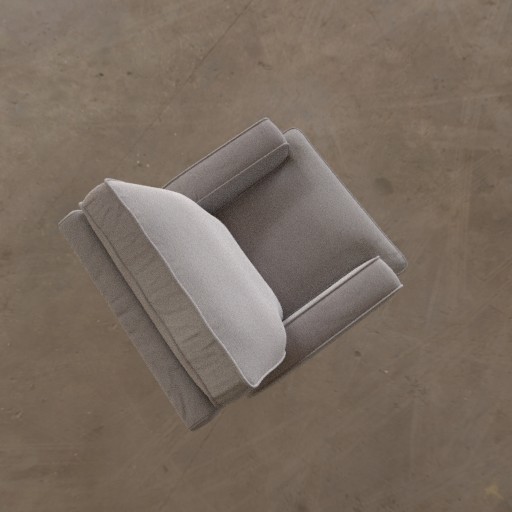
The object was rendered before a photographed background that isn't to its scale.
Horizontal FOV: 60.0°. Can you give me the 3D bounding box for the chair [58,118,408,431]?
[{"bbox_3d":[0.000,0.000,1.691,0.969,0.964,0.861,-35,79,-8],"label":"chair"}]
